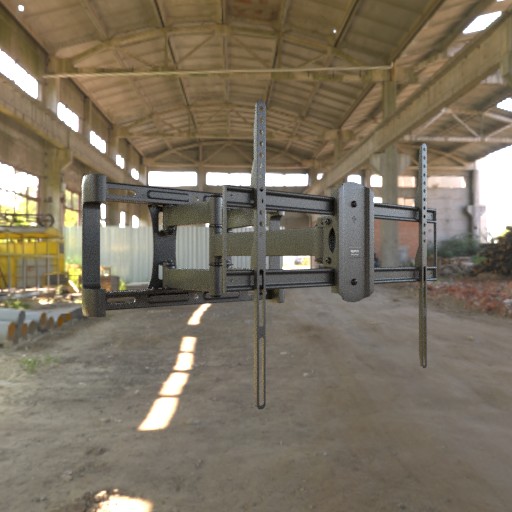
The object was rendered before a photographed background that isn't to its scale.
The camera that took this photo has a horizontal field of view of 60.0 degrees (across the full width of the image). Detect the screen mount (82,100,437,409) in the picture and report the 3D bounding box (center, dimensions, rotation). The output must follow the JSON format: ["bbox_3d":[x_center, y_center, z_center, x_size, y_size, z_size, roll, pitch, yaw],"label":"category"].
[{"bbox_3d":[0.000,0.000,0.945,0.571,0.424,0.556,0,0,-36],"label":"screen mount"}]
